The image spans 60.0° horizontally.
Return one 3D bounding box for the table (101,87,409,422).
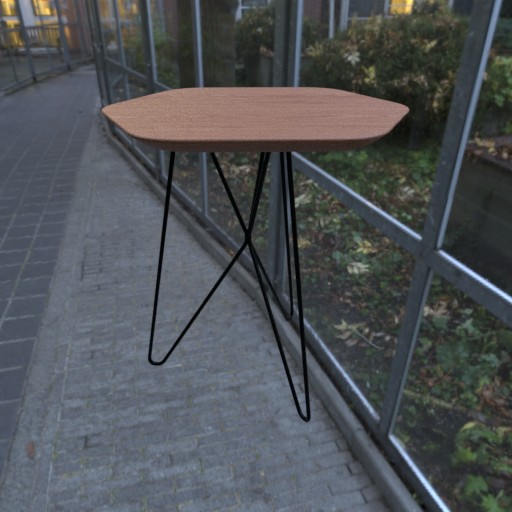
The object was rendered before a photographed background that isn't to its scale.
[{"bbox_3d":[0.000,0.000,0.865,0.500,0.562,0.400,-1,30,-1],"label":"table"}]
